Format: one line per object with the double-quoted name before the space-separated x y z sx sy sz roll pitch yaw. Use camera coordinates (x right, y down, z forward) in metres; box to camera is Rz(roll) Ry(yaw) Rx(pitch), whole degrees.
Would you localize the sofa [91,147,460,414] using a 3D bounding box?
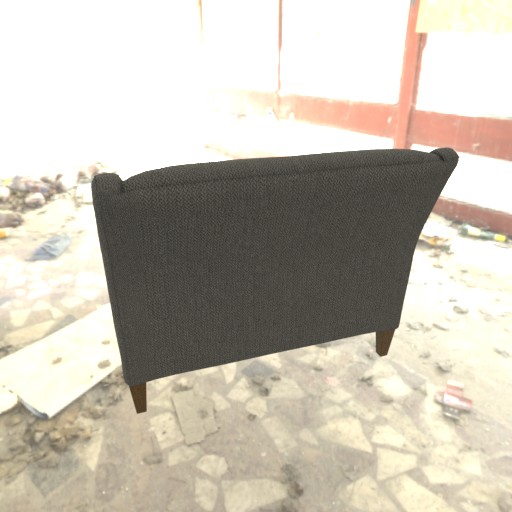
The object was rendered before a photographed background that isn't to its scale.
"sofa" 0.000 0.000 1.933 1.242 1.022 0.873 -8 27 -17
